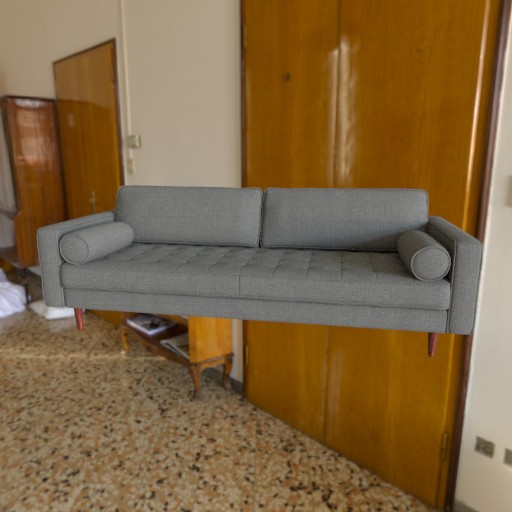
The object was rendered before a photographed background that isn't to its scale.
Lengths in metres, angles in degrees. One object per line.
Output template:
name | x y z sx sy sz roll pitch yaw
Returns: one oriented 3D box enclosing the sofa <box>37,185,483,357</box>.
sofa | 0.000 0.000 2.578 2.198 0.762 0.914 2 13 10
